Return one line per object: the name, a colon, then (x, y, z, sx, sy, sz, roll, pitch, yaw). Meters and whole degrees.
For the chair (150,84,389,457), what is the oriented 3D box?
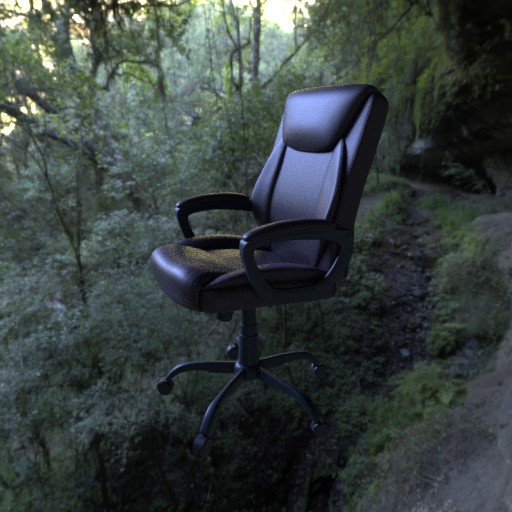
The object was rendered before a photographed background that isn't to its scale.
chair: (0.000, 0.000, 1.468, 0.655, 1.072, 0.615, -9, 19, -27)
